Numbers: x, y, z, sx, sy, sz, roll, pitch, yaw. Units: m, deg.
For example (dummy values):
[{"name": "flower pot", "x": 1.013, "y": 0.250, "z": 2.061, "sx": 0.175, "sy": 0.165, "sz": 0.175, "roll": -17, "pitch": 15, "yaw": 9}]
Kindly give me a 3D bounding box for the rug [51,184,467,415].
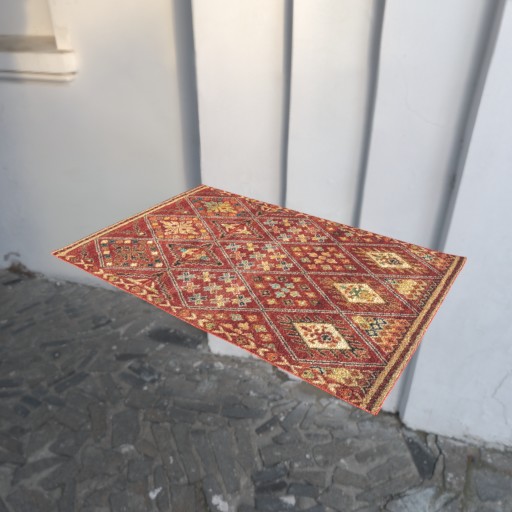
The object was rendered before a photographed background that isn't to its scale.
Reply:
[{"name": "rug", "x": 0.000, "y": 0.000, "z": 2.908, "sx": 2.286, "sy": 0.026, "sz": 1.521, "roll": 20, "pitch": 36, "yaw": 30}]
